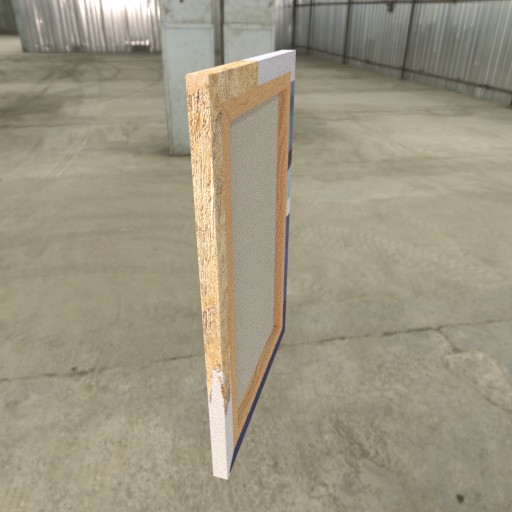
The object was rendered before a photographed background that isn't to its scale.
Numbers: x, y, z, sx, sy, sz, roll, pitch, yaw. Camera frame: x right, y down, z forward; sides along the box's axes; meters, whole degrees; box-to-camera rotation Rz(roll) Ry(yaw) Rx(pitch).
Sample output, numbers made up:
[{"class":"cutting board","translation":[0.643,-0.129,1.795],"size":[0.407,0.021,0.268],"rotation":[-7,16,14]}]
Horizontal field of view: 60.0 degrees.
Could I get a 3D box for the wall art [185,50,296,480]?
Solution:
[{"class":"wall art","translation":[0.000,0.000,1.119],"size":[0.039,0.911,0.607],"rotation":[8,29,14]}]
